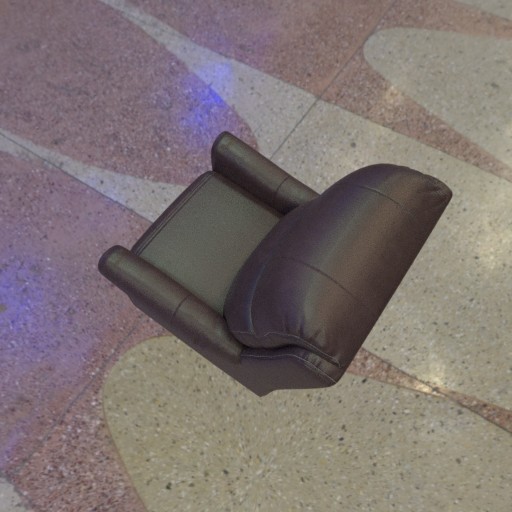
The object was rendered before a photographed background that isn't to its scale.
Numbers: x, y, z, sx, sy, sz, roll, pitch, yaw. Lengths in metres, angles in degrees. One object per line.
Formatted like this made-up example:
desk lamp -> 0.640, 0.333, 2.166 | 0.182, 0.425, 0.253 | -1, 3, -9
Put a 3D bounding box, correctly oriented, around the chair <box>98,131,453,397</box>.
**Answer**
chair -> 0.000, 0.000, 1.770 | 1.014, 1.054, 0.838 | 32, 68, 15
